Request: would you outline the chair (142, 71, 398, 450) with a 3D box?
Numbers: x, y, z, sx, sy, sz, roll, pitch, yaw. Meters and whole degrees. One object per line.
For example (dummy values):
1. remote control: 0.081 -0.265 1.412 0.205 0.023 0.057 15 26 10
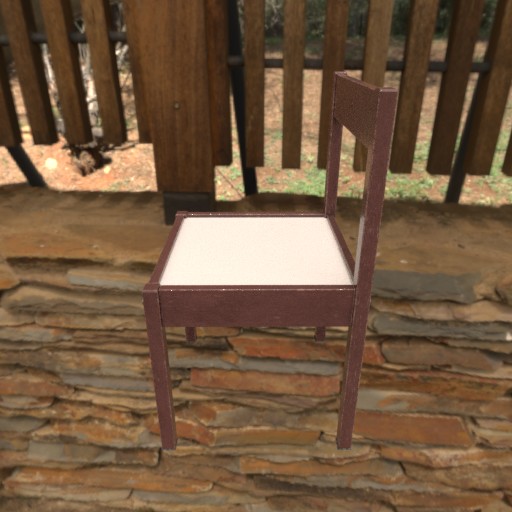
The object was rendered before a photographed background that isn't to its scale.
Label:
1. chair: 0.000 0.000 0.677 0.285 0.505 0.285 0 26 0
